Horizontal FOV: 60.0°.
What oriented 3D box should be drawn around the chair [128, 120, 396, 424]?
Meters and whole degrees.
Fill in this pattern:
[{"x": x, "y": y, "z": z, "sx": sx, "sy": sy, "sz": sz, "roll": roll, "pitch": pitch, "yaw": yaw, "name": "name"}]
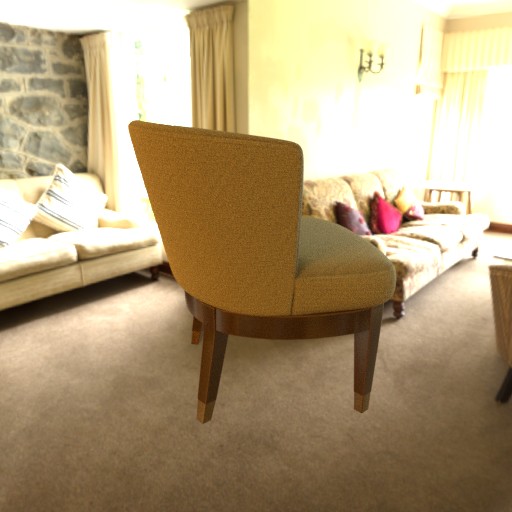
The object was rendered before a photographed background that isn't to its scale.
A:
[{"x": 0.000, "y": 0.000, "z": 1.299, "sx": 0.660, "sy": 0.760, "sz": 0.700, "roll": -3, "pitch": 16, "yaw": -10, "name": "chair"}]
